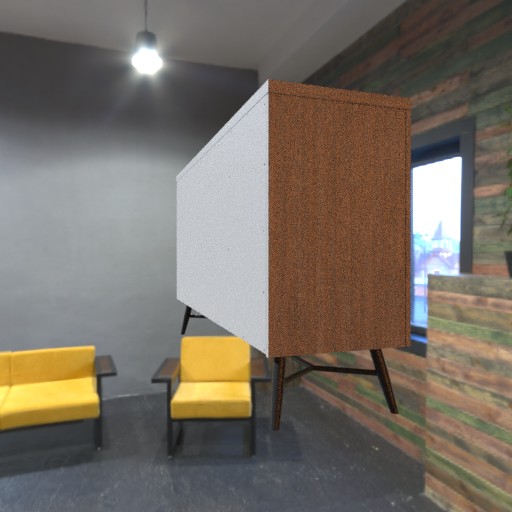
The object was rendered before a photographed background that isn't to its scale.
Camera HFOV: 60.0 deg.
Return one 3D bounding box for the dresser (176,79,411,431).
[{"bbox_3d":[0.000,0.000,1.931,0.457,0.914,1.524,0,0,-19],"label":"dresser"}]
